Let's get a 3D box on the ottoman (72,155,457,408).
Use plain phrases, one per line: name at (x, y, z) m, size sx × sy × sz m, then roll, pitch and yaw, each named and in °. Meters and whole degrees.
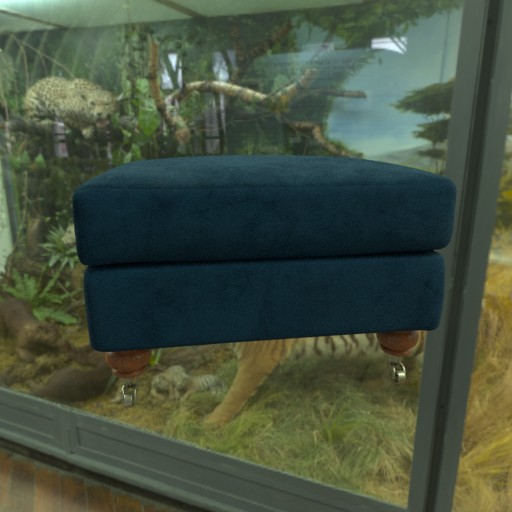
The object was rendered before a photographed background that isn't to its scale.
ottoman at (0.000, 0.000, 1.148) m, size 0.773 × 0.503 × 0.572 m, roll -2°, pitch 16°, yaw -9°
